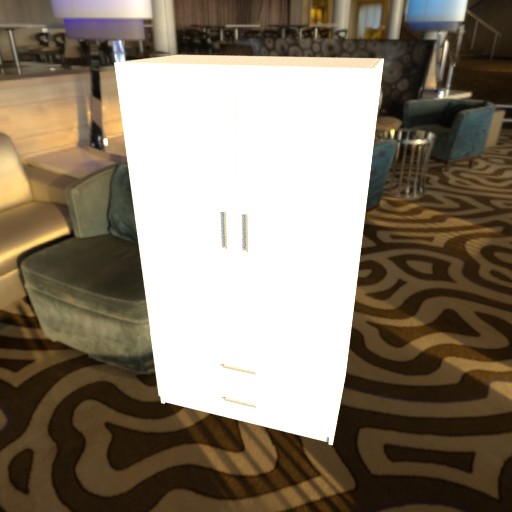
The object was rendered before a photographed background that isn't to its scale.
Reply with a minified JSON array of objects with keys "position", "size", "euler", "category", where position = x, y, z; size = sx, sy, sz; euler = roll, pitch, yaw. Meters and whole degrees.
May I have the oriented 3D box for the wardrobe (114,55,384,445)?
[{"position":[0.000,0.000,2.237],"size":[0.991,1.808,0.577],"euler":[8,28,15],"category":"wardrobe"}]
